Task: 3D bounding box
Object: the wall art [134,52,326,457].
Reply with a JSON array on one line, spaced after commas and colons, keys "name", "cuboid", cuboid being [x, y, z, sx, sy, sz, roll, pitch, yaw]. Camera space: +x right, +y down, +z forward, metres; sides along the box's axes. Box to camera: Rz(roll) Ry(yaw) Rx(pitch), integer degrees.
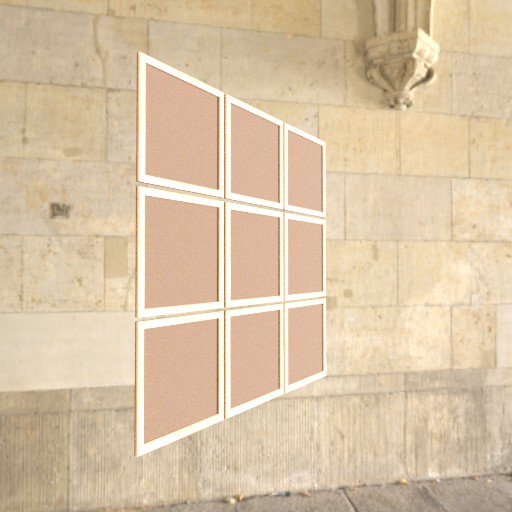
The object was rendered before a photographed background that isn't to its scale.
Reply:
[{"name": "wall art", "cuboid": [0.000, 0.000, 1.826, 0.013, 1.218, 1.216, -1, -2, 36]}]
